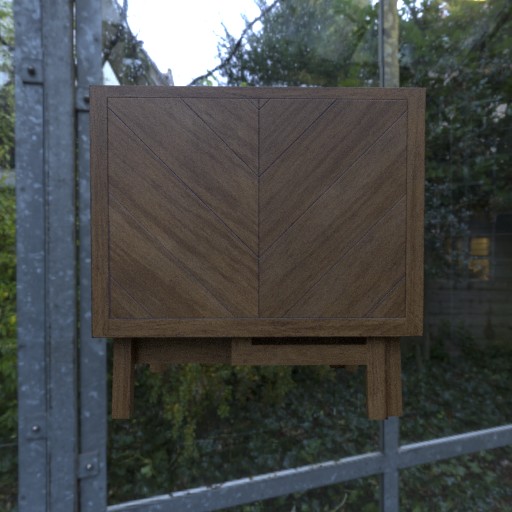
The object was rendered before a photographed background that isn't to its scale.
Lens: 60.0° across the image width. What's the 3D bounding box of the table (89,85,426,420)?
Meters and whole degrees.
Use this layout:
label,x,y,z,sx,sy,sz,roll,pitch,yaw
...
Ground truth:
label,x,y,z,sx,sy,sz,roll,pitch,yaw
table,0.000,0.000,1.274,0.746,0.763,0.591,0,0,-1
